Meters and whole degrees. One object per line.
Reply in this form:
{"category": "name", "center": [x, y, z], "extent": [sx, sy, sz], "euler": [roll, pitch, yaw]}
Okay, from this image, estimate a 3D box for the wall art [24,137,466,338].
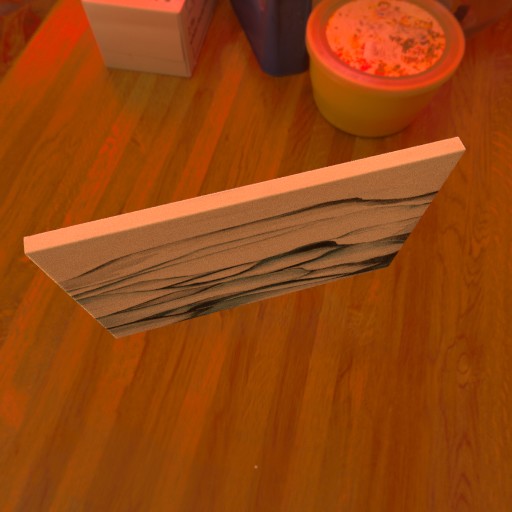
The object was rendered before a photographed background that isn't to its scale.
{"category": "wall art", "center": [0.000, 0.000, 1.168], "extent": [0.914, 0.609, 0.039], "euler": [-14, 65, -7]}
